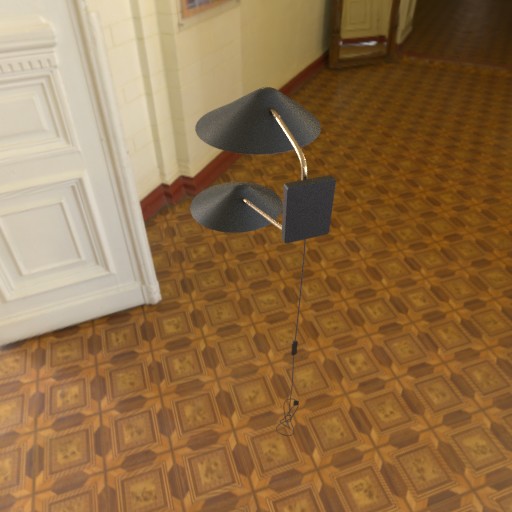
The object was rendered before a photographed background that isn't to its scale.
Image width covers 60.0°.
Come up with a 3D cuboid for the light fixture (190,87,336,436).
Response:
[{"bbox_3d":[0.000,0.000,0.845,0.189,0.665,0.422,-13,42,-15],"label":"light fixture"}]
